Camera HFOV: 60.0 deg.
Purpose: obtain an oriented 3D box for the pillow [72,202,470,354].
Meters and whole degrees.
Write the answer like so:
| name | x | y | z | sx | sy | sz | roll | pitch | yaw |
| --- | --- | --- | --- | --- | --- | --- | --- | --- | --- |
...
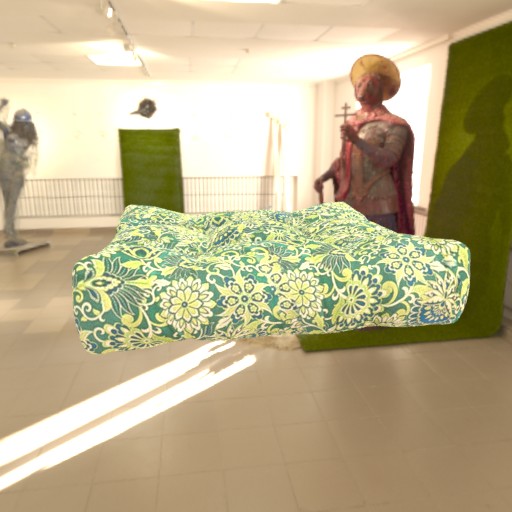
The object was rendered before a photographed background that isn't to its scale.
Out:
| name | x | y | z | sx | sy | sz | roll | pitch | yaw |
| --- | --- | --- | --- | --- | --- | --- | --- | --- | --- |
| pillow | 0.000 | 0.000 | 0.738 | 0.490 | 0.128 | 0.468 | -2 | 15 | -9 |
